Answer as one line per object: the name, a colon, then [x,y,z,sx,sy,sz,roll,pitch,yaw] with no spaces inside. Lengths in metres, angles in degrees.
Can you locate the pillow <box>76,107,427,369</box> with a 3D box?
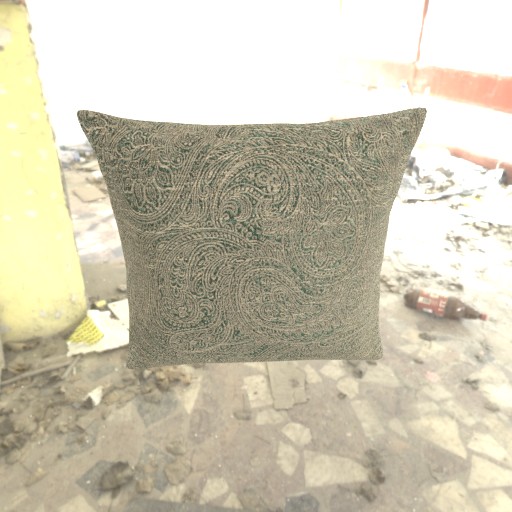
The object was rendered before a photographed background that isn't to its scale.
pillow: [0.000,0.000,0.785,0.526,0.507,0.166,-1,29,-3]
